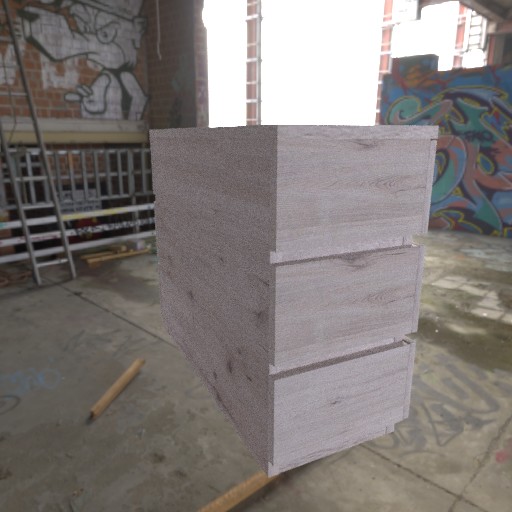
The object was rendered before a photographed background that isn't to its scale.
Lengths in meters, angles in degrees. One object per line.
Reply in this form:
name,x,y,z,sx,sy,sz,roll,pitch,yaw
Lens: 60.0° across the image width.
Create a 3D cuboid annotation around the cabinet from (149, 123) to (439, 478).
cabinet,0.000,0.000,1.480,0.420,0.820,1.040,-7,17,-25
